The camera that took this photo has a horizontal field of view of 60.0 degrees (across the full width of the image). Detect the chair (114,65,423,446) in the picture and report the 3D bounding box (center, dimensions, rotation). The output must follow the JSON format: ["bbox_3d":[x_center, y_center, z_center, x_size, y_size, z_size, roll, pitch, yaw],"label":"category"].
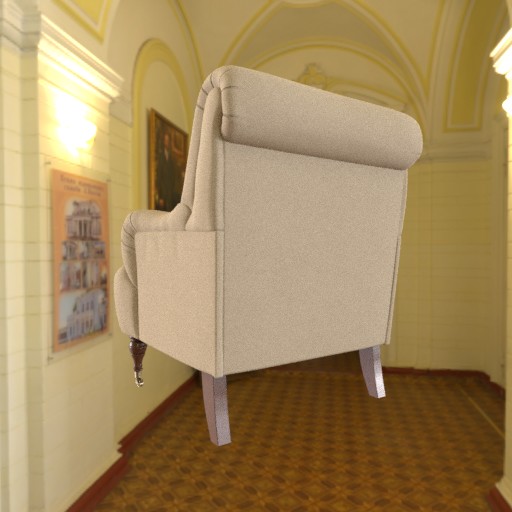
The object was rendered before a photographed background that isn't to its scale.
[{"bbox_3d":[0.000,0.000,1.530,0.766,0.942,0.842,-1,1,-35],"label":"chair"}]
